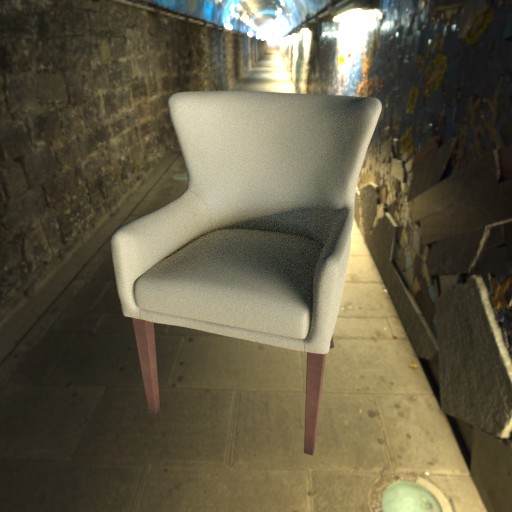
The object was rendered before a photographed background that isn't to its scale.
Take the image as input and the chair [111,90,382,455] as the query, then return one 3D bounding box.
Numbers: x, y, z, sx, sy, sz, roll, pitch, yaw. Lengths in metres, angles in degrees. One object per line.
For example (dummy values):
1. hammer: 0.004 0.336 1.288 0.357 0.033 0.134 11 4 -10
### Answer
1. chair: 0.000 0.000 1.425 0.660 0.952 0.686 8 27 16
